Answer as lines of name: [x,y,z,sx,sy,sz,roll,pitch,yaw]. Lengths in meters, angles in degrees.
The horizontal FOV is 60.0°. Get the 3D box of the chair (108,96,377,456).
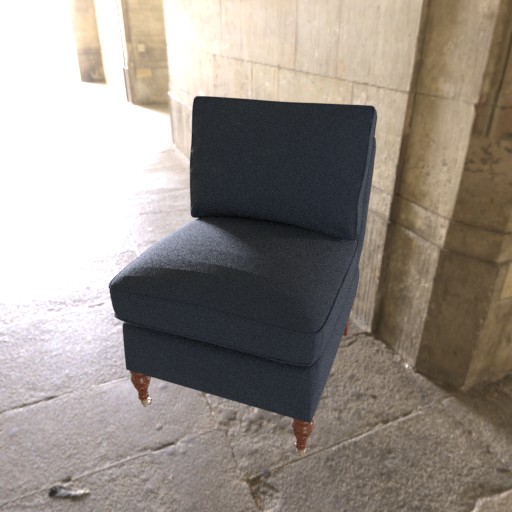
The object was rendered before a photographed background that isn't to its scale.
chair: [0.000,0.000,1.668,0.724,1.052,0.912,10,30,18]
